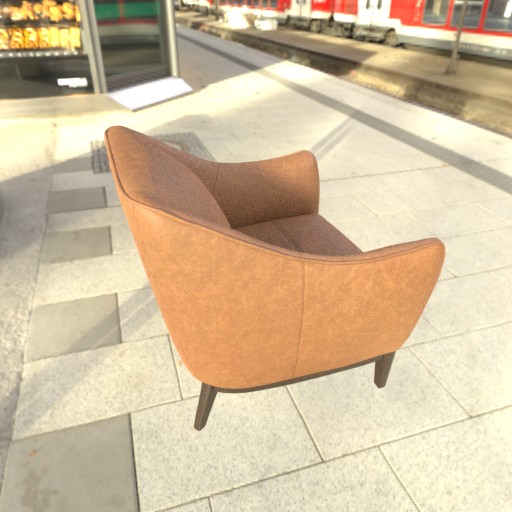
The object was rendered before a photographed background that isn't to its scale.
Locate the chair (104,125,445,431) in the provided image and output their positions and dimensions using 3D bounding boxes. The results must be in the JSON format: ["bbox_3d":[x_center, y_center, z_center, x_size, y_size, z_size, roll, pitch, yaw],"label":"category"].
[{"bbox_3d":[0.000,0.000,1.532,0.852,0.830,0.871,-11,33,-17],"label":"chair"}]
